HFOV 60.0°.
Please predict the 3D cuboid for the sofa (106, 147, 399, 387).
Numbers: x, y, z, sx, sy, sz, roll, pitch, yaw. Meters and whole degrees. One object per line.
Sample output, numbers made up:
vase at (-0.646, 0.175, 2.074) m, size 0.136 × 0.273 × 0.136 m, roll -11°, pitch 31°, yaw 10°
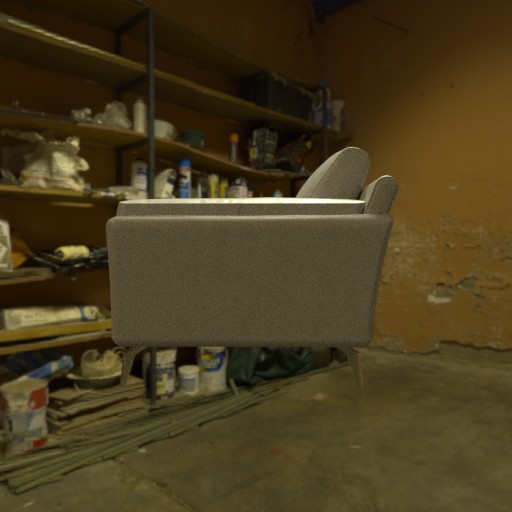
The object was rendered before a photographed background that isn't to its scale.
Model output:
sofa at (0.000, 0.000, 2.580) m, size 1.049 × 0.930 × 2.101 m, roll 0°, pitch 0°, yaw 1°
